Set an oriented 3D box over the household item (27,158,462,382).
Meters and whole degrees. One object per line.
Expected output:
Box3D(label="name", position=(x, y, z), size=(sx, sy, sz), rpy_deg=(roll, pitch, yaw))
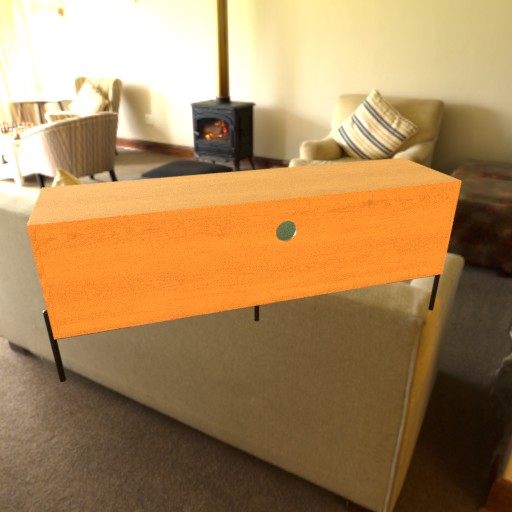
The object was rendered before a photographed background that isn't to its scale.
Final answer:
Box3D(label="household item", position=(0.000, 0.000, 1.778), size=(1.550, 0.600, 0.400), rpy_deg=(-8, 27, -16))
